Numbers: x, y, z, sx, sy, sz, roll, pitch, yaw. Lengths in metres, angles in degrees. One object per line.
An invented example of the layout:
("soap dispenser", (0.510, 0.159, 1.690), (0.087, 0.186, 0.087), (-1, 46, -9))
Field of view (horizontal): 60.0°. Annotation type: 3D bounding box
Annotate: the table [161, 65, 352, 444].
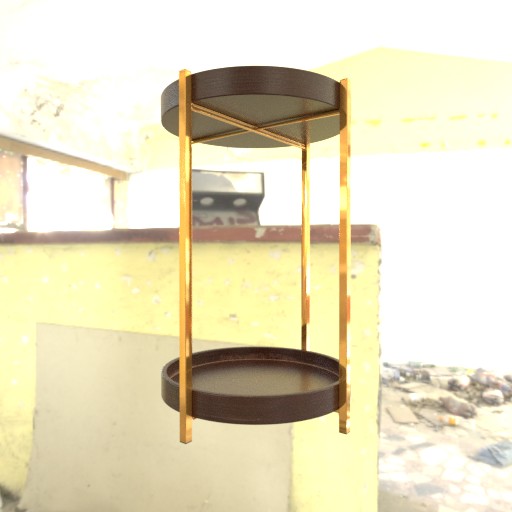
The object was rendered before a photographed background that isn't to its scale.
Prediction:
("table", (0.000, 0.000, 0.882), (0.400, 0.610, 0.400), (0, 1, 37))
